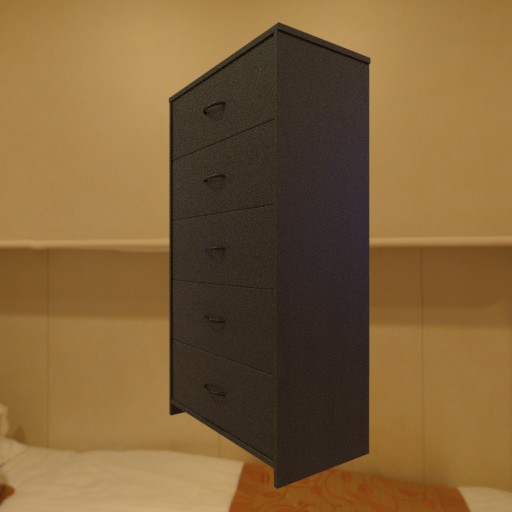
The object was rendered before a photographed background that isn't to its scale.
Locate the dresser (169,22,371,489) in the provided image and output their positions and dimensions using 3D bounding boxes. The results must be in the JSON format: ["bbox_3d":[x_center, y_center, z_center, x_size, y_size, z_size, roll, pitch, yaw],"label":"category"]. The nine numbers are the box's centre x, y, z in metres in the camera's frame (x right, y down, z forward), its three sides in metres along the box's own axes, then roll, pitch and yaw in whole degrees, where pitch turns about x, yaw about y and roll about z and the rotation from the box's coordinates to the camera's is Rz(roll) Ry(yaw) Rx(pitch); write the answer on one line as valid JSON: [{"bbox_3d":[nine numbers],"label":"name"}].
[{"bbox_3d":[0.000,0.000,1.577,0.399,1.255,0.704,0,0,-35],"label":"dresser"}]
